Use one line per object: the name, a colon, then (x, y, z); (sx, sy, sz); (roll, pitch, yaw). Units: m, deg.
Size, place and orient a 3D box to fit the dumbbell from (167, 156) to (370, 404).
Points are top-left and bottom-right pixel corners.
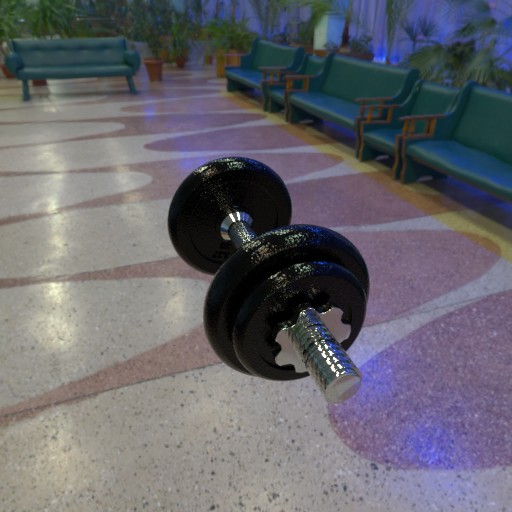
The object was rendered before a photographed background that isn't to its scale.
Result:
dumbbell: (0.000, 0.000, 0.605); (0.202, 0.202, 0.497); (-10, 33, -16)
